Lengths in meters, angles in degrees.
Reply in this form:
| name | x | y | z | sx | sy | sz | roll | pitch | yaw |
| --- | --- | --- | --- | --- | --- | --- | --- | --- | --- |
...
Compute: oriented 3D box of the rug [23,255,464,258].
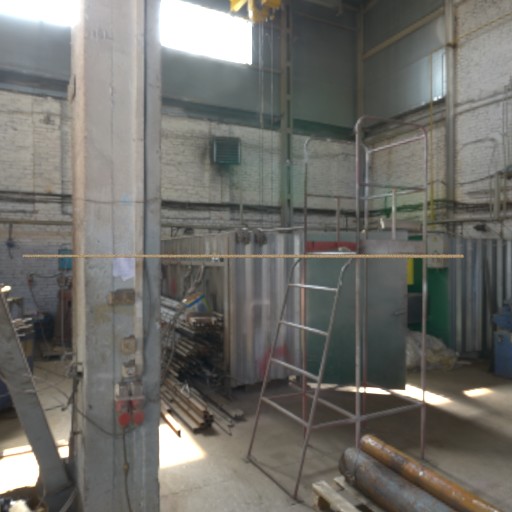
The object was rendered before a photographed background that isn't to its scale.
| name | x | y | z | sx | sy | sz | roll | pitch | yaw |
| --- | --- | --- | --- | --- | --- | --- | --- | --- | --- |
| rug | 0.000 | 0.000 | 2.889 | 2.290 | 0.014 | 1.526 | 0 | 0 | 17 |
